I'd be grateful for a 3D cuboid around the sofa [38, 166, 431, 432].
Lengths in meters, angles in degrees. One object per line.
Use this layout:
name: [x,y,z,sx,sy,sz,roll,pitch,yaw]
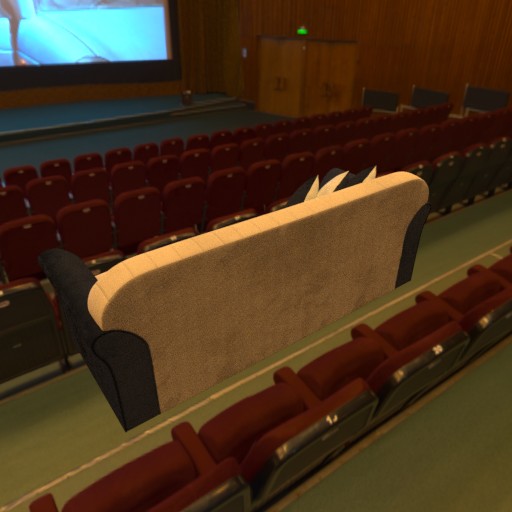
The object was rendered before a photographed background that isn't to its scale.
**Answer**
sofa: [0.000,0.000,2.416,2.006,0.789,0.749,-21,36,-31]
